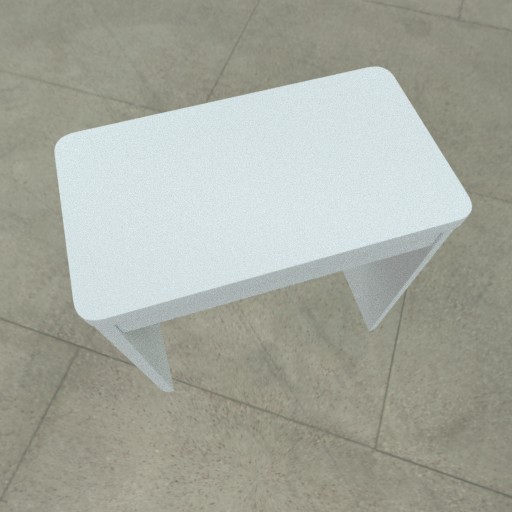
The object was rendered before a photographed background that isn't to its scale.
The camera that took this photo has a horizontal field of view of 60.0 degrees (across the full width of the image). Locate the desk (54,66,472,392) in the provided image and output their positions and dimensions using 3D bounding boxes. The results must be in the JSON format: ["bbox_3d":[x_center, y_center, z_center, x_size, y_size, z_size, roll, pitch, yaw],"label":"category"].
[{"bbox_3d":[0.000,0.000,1.259,0.790,0.760,0.446,-15,64,-8],"label":"desk"}]
